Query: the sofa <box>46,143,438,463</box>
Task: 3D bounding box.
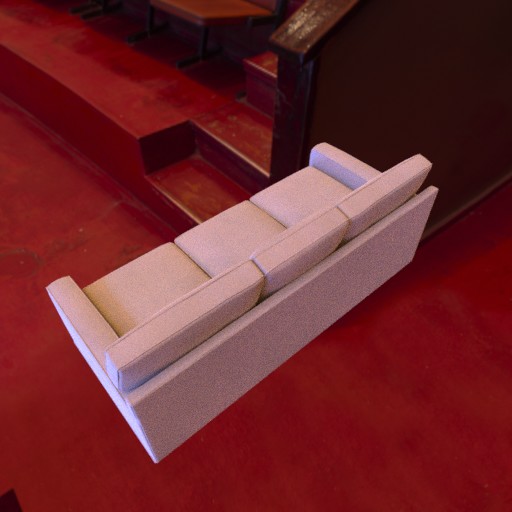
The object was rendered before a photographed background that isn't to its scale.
[{"bbox_3d":[0.000,0.000,2.591,2.088,0.862,0.935,-32,54,-27],"label":"sofa"}]
